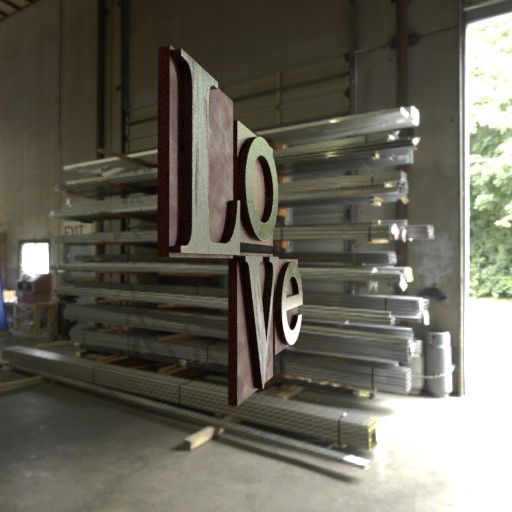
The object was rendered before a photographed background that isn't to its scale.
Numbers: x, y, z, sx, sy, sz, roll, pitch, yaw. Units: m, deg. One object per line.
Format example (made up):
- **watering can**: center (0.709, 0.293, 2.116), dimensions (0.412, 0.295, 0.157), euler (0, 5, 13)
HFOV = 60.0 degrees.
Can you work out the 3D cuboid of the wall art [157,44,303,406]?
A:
- **wall art**: center (0.000, 0.000, 0.825), dimensions (0.030, 0.497, 0.635), euler (0, -1, 19)
